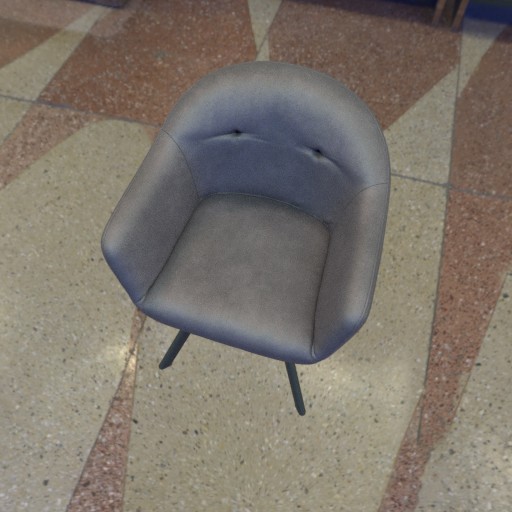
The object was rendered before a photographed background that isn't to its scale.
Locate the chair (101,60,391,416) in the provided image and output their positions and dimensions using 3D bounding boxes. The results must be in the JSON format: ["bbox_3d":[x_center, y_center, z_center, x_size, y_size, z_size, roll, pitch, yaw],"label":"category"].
[{"bbox_3d":[0.000,0.000,1.159,0.567,0.781,0.544,15,61,9],"label":"chair"}]
